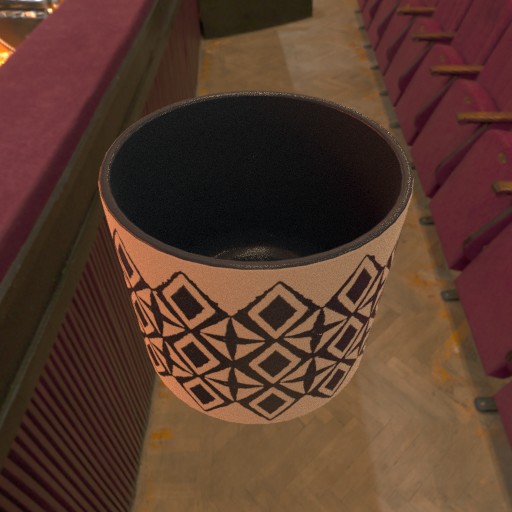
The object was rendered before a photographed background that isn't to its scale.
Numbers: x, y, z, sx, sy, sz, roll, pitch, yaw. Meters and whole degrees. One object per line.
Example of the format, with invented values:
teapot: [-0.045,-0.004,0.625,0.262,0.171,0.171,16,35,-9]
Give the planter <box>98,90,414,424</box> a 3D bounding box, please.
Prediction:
planter: [0.000,0.000,0.279,0.159,0.144,0.159,0,45,0]
